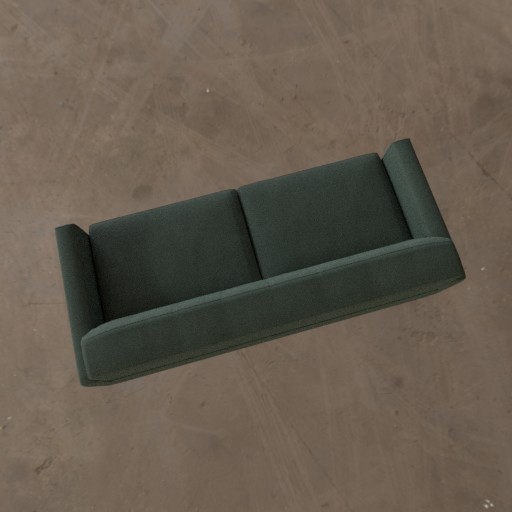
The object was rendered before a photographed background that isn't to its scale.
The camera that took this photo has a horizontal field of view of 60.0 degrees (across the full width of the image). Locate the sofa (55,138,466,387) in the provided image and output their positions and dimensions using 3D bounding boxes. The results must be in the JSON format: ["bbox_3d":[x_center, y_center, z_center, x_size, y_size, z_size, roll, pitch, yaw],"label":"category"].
[{"bbox_3d":[0.000,0.000,2.487,2.029,0.841,0.909,-15,75,-4],"label":"sofa"}]
